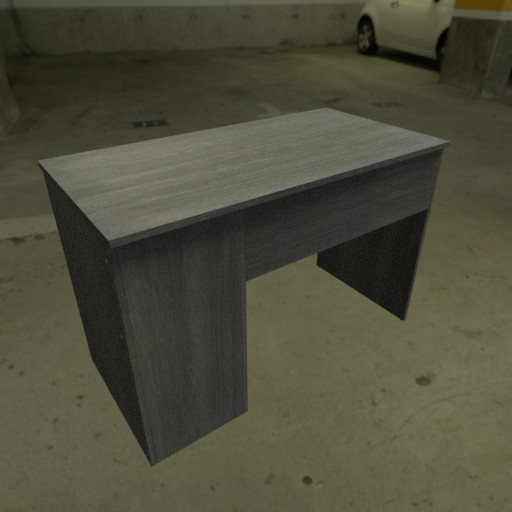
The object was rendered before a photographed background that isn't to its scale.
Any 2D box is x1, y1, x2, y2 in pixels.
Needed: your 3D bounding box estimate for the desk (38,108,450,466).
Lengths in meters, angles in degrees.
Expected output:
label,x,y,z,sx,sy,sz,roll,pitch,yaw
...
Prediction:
label,x,y,z,sx,sy,sz,roll,pitch,yaw
desk,0.000,0.000,1.499,1.096,0.730,0.560,-20,37,-30
